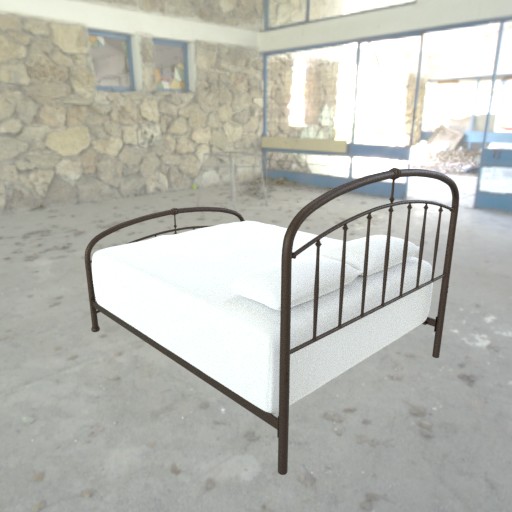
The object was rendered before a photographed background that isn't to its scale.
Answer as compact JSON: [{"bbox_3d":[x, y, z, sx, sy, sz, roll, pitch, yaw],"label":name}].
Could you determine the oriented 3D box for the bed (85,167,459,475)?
[{"bbox_3d":[0.000,0.000,3.265,1.711,1.425,2.180,-15,22,-41],"label":"bed"}]
